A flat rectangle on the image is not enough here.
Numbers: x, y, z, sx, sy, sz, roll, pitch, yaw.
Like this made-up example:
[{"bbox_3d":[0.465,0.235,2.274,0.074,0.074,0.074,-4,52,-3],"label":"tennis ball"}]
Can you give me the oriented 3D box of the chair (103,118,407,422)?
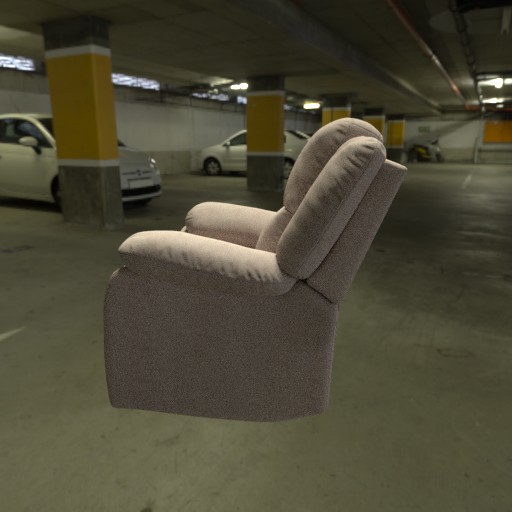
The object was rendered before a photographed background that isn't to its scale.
[{"bbox_3d":[0.000,0.000,1.708,0.944,1.008,0.899,2,15,9],"label":"chair"}]
